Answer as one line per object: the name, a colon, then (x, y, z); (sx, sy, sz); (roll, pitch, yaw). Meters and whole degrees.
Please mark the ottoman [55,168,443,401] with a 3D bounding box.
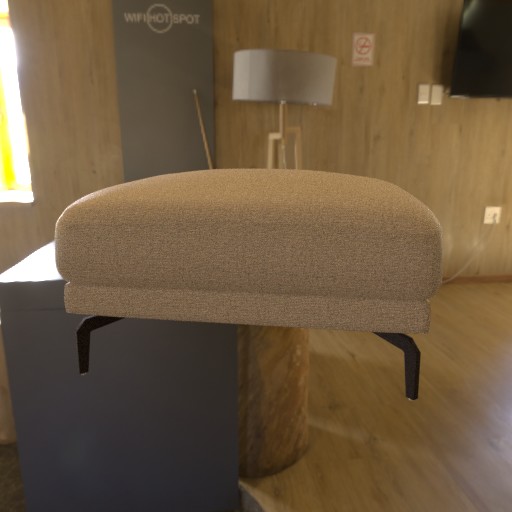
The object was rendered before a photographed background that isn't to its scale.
ottoman: (0.000, 0.000, 1.100); (0.772, 0.420, 0.568); (2, 15, 8)
